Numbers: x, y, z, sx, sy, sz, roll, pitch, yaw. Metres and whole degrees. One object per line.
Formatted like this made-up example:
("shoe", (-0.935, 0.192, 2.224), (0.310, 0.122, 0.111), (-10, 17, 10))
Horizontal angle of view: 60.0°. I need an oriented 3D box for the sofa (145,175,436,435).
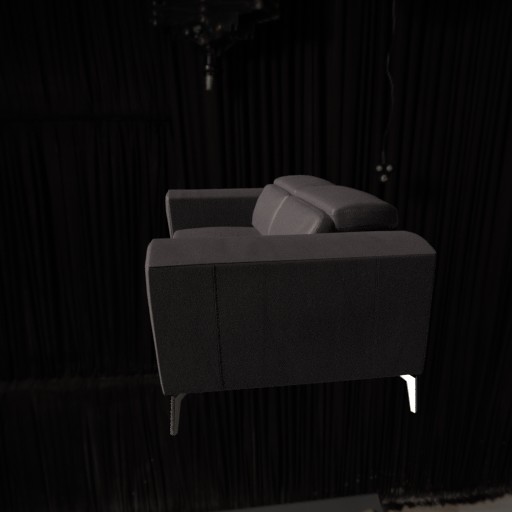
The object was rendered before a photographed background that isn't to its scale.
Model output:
("sofa", (0.000, 0.000, 2.396), (1.003, 0.779, 1.895), (-2, 15, -8))
